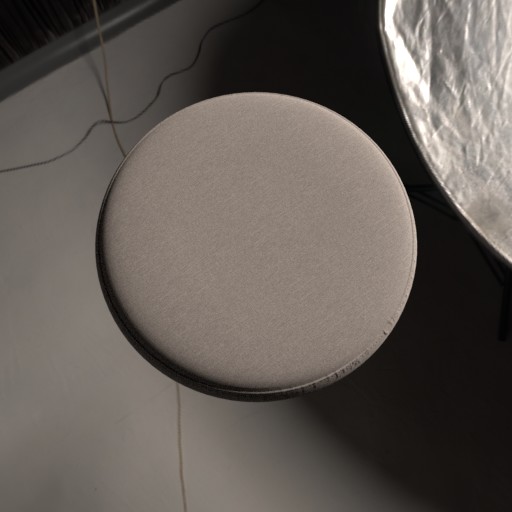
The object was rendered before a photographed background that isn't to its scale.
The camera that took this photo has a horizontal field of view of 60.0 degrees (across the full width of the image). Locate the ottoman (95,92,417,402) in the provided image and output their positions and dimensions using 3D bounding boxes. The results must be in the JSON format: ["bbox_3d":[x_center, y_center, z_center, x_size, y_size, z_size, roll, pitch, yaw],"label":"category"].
[{"bbox_3d":[0.000,0.000,0.990,0.608,0.433,0.608,0,75,0],"label":"ottoman"}]
